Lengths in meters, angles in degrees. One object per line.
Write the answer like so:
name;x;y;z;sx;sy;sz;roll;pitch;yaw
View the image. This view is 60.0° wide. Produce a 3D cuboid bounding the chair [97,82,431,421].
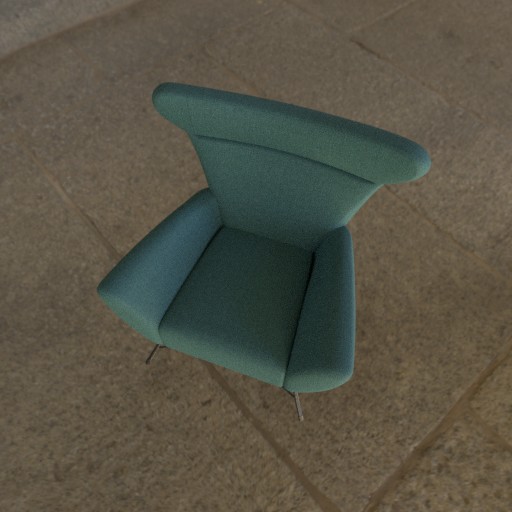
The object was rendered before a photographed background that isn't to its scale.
chair;0.000;0.000;1.812;1.050;0.980;0.900;17;60;10
